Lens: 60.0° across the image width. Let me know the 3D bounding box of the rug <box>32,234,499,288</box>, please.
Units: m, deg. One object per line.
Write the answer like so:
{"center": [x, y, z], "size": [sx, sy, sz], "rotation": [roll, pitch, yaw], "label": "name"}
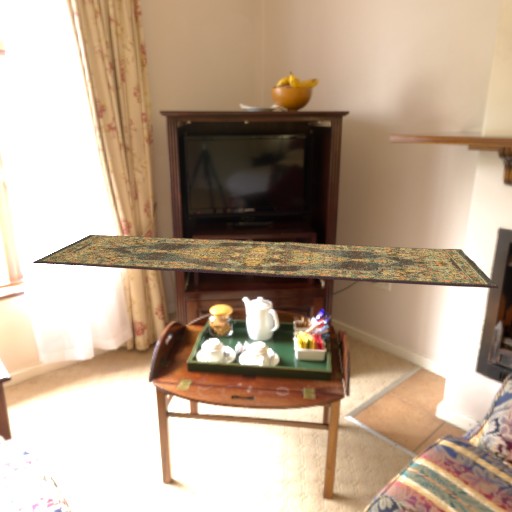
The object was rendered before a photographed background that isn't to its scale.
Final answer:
{"center": [0.000, 0.000, 2.422], "size": [2.283, 0.016, 0.602], "rotation": [3, 17, 9], "label": "rug"}
